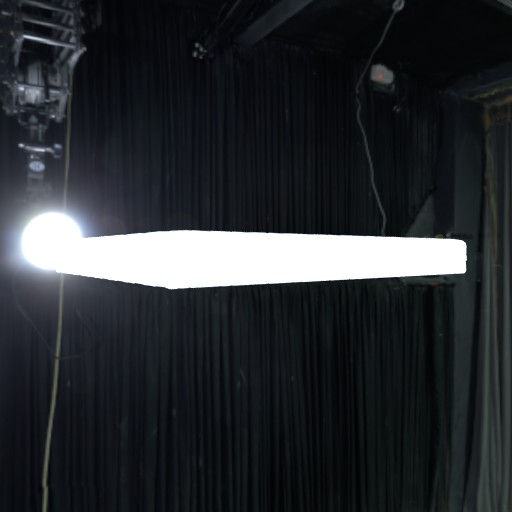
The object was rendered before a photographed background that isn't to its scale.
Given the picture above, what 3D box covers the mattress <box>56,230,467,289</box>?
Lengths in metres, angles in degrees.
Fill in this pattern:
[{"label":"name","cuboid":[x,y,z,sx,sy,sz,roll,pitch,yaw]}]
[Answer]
[{"label":"mattress","cuboid":[0.000,0.000,2.663,1.900,0.200,1.600,0,1,-37]}]
